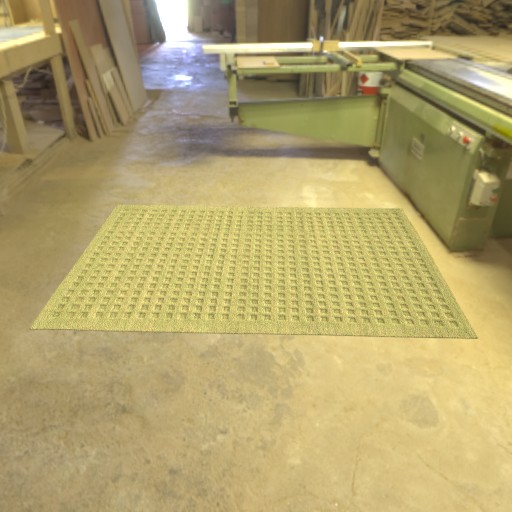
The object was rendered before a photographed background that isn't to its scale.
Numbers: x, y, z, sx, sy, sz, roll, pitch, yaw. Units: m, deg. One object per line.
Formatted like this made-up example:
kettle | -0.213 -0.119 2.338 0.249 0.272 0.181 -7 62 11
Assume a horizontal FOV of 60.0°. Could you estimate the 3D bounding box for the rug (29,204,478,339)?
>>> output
rug | 0.000 0.000 2.905 2.297 0.007 1.529 1 31 2
